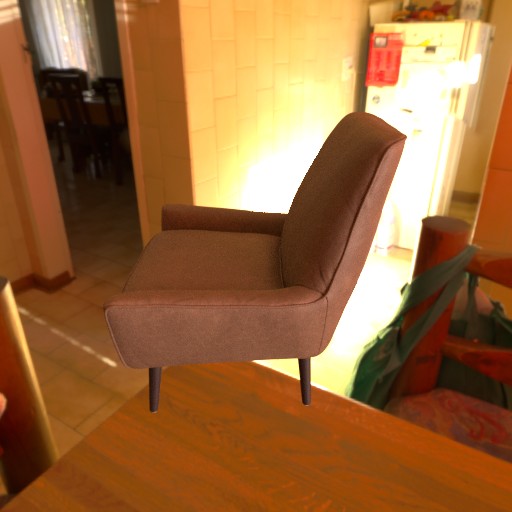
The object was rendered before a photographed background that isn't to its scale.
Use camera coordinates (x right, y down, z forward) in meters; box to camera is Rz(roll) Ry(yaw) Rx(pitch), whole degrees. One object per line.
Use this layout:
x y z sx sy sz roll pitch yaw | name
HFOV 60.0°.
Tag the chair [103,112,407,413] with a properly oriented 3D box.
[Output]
0.000 0.000 1.498 0.824 0.888 0.787 0 26 1 | chair
